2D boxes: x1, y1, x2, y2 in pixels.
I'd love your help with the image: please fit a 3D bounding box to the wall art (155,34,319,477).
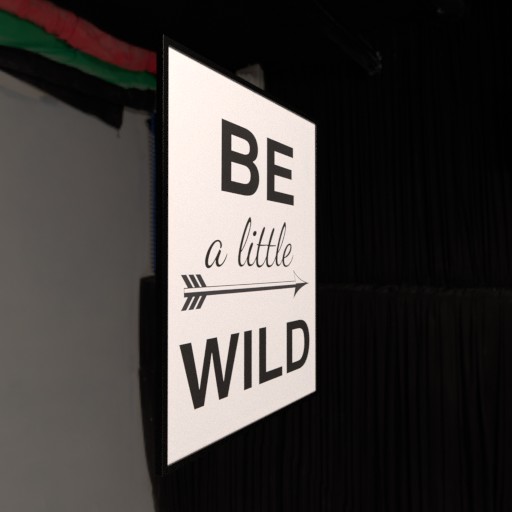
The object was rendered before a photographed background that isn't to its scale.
[{"bbox_3d":[0.000,0.000,0.767,0.013,0.582,0.442,0,-1,35],"label":"wall art"}]
